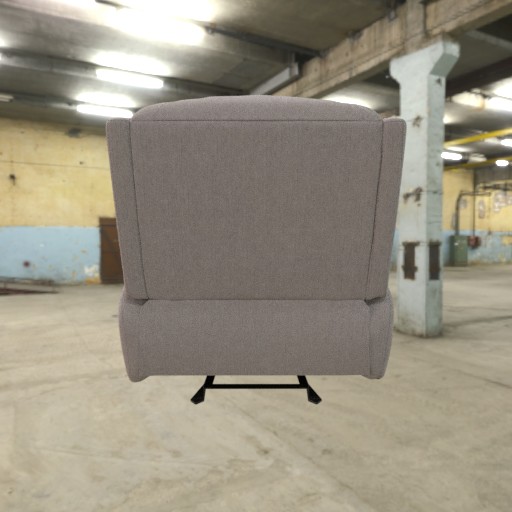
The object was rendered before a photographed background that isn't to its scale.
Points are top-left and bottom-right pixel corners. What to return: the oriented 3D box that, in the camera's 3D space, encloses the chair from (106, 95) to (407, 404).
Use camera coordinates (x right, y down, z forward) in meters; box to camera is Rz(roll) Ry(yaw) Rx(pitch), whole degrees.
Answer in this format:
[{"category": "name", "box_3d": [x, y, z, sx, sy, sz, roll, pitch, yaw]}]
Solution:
[{"category": "chair", "box_3d": [0.000, 0.000, 1.710, 0.930, 1.011, 0.899, 0, 1, 0]}]
